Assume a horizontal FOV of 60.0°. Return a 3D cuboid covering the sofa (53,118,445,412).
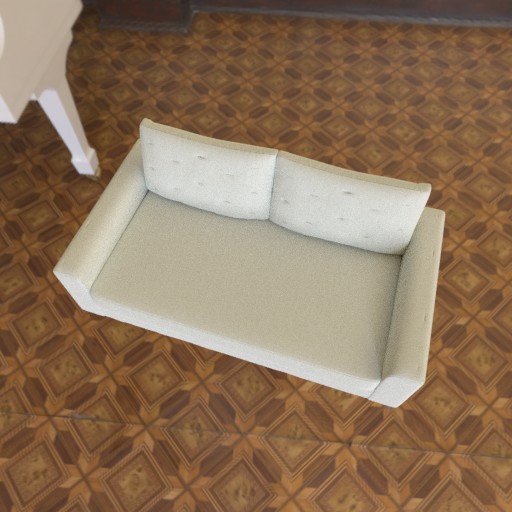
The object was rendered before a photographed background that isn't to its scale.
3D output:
[{"bbox_3d":[0.000,0.000,2.144,1.650,0.790,0.920,15,59,9],"label":"sofa"}]
